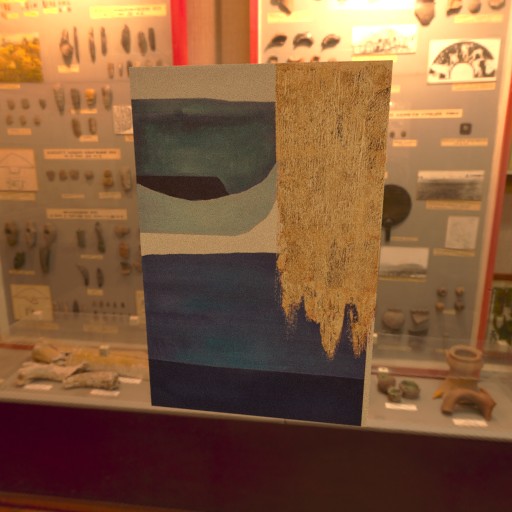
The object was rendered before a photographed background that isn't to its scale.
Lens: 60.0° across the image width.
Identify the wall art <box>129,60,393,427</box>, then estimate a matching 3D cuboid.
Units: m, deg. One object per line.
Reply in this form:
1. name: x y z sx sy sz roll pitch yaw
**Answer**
1. wall art: 0.000 0.000 1.138 0.607 0.911 0.039 2 15 9
